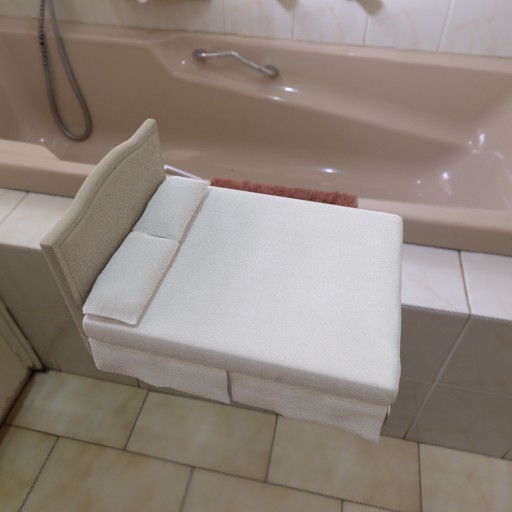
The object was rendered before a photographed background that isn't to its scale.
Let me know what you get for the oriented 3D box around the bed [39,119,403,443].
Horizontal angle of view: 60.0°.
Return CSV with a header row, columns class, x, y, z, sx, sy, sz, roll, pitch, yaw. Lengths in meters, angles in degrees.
class,x,y,z,sx,sy,sz,roll,pitch,yaw
bed,0.000,0.000,3.656,2.477,1.437,1.977,10,46,10
